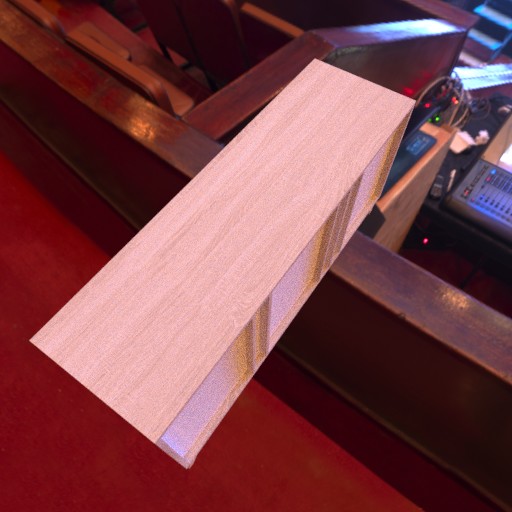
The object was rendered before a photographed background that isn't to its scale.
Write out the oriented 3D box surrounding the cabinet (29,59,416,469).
[{"bbox_3d":[0.000,0.000,1.934,0.500,0.780,1.649,31,64,17],"label":"cabinet"}]
